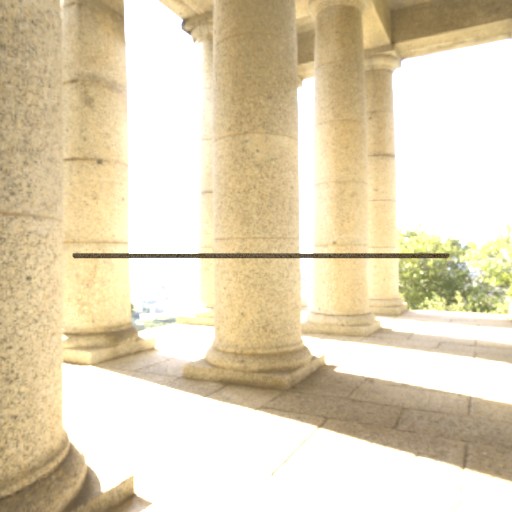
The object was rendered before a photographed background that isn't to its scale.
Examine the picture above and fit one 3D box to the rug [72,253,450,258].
[{"bbox_3d":[0.000,0.000,3.419,1.801,0.024,2.700,0,0,-2],"label":"rug"}]
